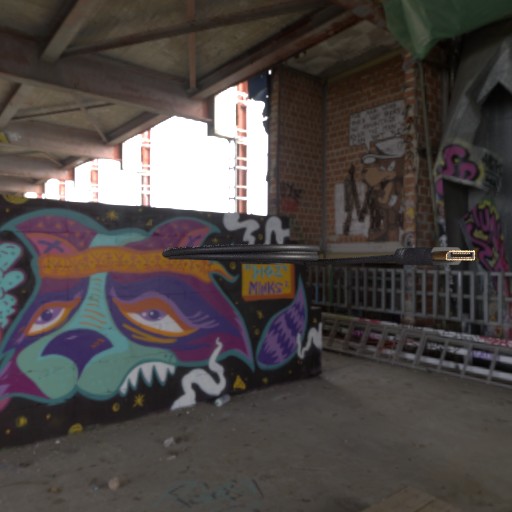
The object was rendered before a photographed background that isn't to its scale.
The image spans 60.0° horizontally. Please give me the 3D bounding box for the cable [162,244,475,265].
[{"bbox_3d":[0.000,0.000,0.329,0.136,0.015,0.281,0,0,-18],"label":"cable"}]
